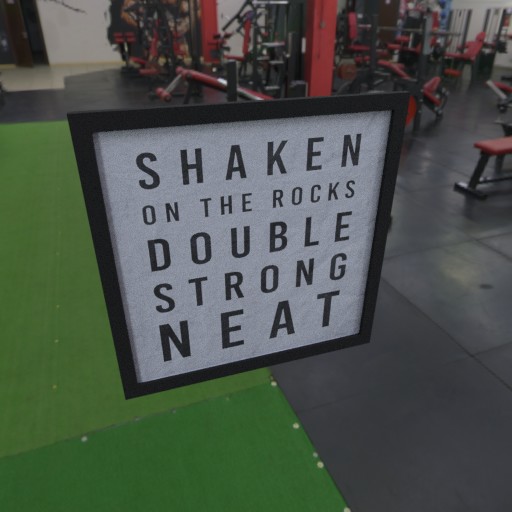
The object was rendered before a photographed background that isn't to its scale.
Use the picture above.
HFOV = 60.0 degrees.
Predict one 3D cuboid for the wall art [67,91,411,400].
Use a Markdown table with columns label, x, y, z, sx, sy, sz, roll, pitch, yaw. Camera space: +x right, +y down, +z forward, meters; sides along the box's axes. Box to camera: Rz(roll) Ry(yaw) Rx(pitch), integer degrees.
| label | x | y | z | sx | sy | sz | roll | pitch | yaw |
| --- | --- | --- | --- | --- | --- | --- | --- | --- | --- |
| wall art | 0.000 | 0.000 | 0.683 | 0.456 | 0.458 | 0.013 | -9 | 31 | -16 |
